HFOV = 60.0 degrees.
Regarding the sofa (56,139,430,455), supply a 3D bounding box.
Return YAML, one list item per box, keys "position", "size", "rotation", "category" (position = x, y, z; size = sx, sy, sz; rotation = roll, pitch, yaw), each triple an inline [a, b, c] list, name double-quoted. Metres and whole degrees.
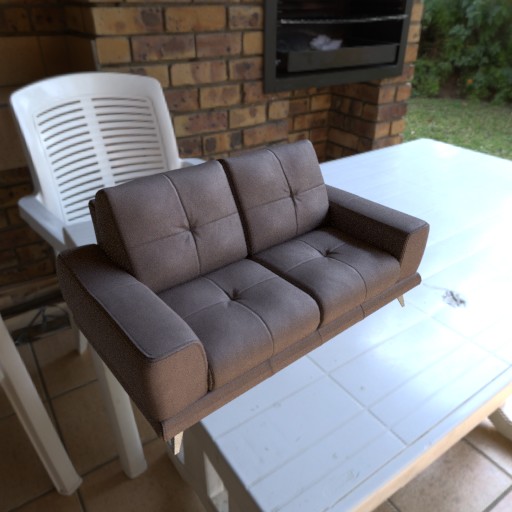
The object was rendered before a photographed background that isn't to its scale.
- position: [0.000, 0.000, 2.375]
  size: [1.806, 0.907, 1.018]
  rotation: [-22, 37, -33]
  category: "sofa"
